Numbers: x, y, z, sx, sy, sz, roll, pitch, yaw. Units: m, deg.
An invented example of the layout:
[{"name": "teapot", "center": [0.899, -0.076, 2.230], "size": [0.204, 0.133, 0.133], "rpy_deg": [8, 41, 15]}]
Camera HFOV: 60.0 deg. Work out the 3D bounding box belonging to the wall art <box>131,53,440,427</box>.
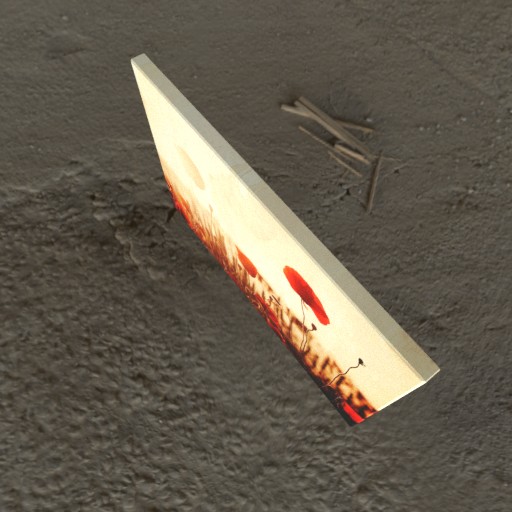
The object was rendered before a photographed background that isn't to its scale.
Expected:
[{"name": "wall art", "center": [0.000, 0.000, 1.127], "size": [0.038, 0.602, 0.918], "rpy_deg": [-34, 68, -16]}]
